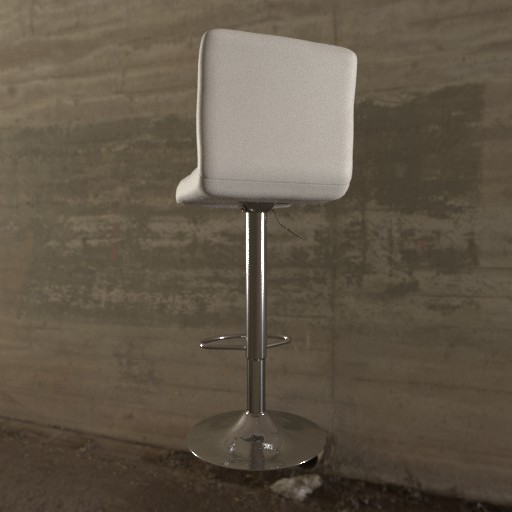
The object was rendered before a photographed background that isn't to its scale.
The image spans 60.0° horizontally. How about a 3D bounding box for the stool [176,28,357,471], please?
[{"bbox_3d":[0.000,0.000,1.350,0.430,1.115,0.505,0,1,-18],"label":"stool"}]
